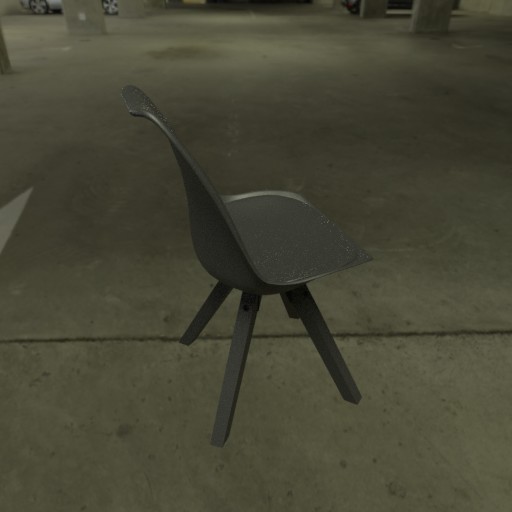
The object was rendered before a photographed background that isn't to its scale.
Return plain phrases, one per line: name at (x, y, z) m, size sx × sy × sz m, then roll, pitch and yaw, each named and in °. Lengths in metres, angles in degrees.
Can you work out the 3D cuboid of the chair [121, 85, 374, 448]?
chair at (0.000, 0.000, 1.171) m, size 0.550 × 0.850 × 0.485 m, roll -11°, pitch 33°, yaw -17°
